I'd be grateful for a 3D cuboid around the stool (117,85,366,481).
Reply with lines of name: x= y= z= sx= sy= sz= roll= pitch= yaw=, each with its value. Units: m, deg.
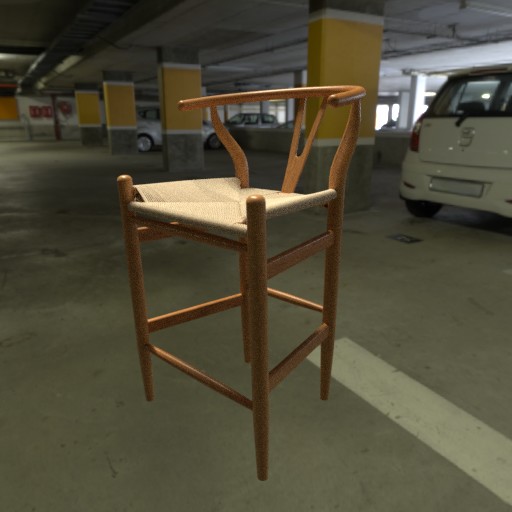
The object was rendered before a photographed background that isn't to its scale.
stool: x=0.000 y=0.000 z=1.321 sx=0.569 sy=0.970 sz=0.579 roll=15 pitch=23 yaw=40
